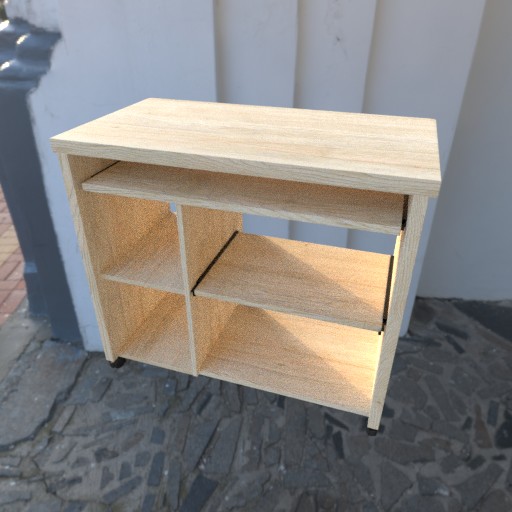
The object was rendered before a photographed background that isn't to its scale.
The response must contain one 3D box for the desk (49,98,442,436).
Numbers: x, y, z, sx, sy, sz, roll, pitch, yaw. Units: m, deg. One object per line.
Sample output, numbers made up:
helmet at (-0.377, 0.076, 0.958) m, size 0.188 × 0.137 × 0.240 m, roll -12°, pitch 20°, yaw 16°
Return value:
desk at (0.000, 0.000, 1.338) m, size 0.885 × 0.770 × 0.480 m, roll 10°, pitch 33°, yaw 15°
